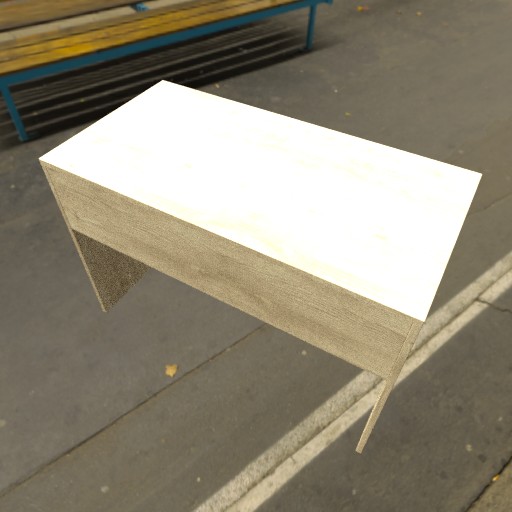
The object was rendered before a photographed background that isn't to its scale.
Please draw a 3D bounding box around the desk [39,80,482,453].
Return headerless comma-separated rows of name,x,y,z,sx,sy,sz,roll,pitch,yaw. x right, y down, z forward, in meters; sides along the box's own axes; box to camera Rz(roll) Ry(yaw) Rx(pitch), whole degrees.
desk,0.000,0.000,1.497,1.100,0.730,0.560,23,51,20
